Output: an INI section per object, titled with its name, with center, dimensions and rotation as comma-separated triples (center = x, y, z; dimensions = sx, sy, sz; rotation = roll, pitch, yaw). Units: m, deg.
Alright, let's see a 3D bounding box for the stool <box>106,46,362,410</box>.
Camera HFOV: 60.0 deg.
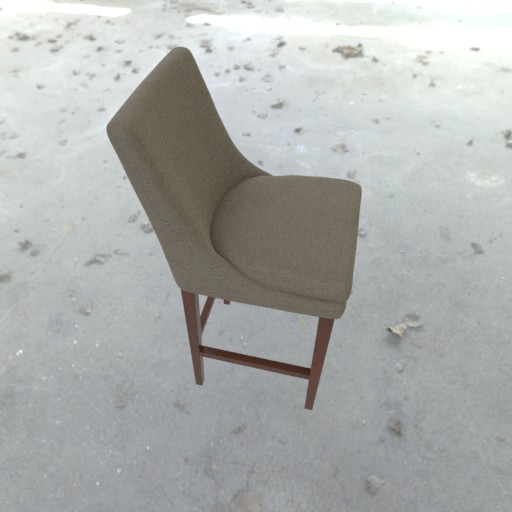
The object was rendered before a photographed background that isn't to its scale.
[stool]
center = 0.000, 0.000, 1.380
dimensions = 0.577, 1.078, 0.470
rotation = 10, 48, 9
